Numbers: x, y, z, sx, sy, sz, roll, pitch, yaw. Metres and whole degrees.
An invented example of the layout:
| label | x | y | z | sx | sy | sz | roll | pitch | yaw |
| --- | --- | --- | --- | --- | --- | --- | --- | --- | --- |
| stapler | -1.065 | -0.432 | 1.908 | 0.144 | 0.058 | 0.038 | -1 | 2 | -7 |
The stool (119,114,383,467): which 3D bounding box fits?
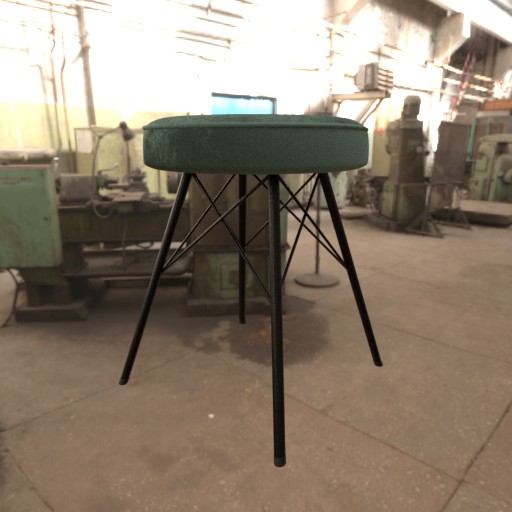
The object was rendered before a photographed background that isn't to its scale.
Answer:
| label | x | y | z | sx | sy | sz | roll | pitch | yaw |
| --- | --- | --- | --- | --- | --- | --- | --- | --- | --- |
| stool | 0.000 | 0.000 | 0.876 | 0.458 | 0.519 | 0.457 | -14 | 20 | -42 |
